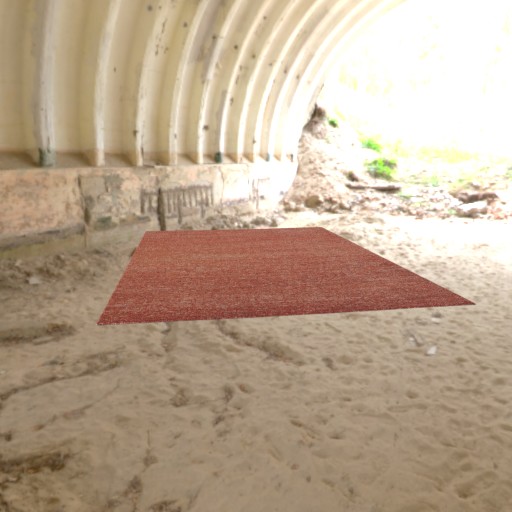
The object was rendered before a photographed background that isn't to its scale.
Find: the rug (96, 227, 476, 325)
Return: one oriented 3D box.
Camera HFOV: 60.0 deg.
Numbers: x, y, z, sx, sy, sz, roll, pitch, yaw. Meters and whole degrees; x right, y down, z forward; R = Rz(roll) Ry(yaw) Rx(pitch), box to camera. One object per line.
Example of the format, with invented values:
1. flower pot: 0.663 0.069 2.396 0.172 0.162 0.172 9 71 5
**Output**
1. rug: 0.000 0.000 5.101 2.803 0.025 3.965 -2 13 -9
